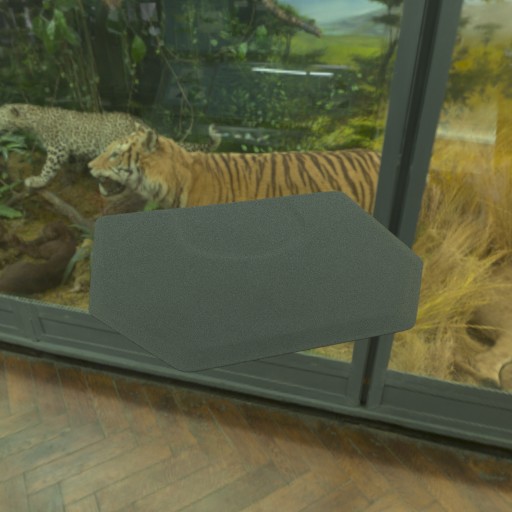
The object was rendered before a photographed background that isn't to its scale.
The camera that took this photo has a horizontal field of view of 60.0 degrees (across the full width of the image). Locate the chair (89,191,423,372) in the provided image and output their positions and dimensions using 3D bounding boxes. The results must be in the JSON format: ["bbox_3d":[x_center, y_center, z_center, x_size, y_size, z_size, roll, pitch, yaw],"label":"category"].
[{"bbox_3d":[0.000,0.000,1.927,1.372,0.024,1.219,-8,31,-13],"label":"chair"}]
